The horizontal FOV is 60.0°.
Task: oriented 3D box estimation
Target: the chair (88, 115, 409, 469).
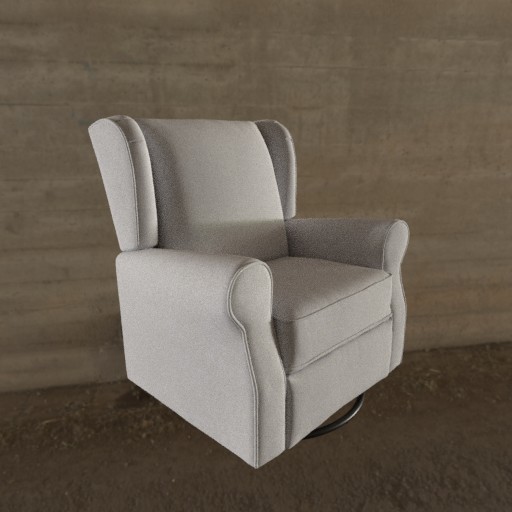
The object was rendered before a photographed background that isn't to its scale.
[{"bbox_3d":[0.000,0.000,1.602,0.854,0.967,0.906,15,22,43],"label":"chair"}]
